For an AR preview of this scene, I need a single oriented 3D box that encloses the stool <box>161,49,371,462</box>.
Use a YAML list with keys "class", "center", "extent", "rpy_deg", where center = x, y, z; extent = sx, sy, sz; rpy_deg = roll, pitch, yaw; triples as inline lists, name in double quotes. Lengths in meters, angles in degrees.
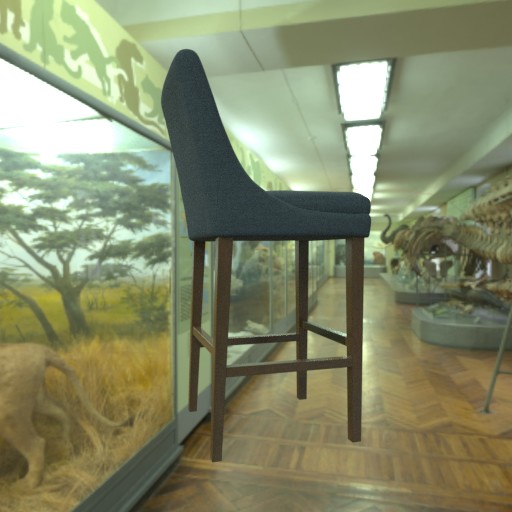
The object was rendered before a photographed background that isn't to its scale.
- class: "stool"
  center: [0.000, 0.000, 1.407]
  extent: [0.577, 1.078, 0.470]
  rpy_deg: [0, 1, -17]
